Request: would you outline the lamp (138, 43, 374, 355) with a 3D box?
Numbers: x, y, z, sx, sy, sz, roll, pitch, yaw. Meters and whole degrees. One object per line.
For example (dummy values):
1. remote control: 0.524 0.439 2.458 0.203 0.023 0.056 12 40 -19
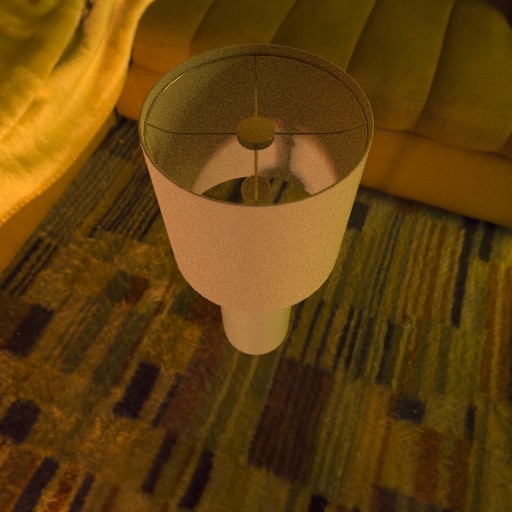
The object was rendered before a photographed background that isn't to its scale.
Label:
1. lamp: 0.000 0.000 0.611 0.212 0.493 0.212 0 59 0
